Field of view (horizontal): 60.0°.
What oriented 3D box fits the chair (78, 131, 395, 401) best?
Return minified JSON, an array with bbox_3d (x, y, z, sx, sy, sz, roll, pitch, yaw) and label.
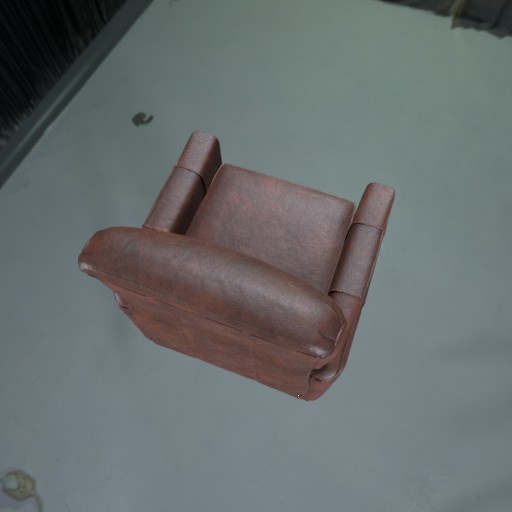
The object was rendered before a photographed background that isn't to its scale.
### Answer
[{"bbox_3d":[0.000,0.000,1.657,0.843,1.043,0.836,18,65,9],"label":"chair"}]
